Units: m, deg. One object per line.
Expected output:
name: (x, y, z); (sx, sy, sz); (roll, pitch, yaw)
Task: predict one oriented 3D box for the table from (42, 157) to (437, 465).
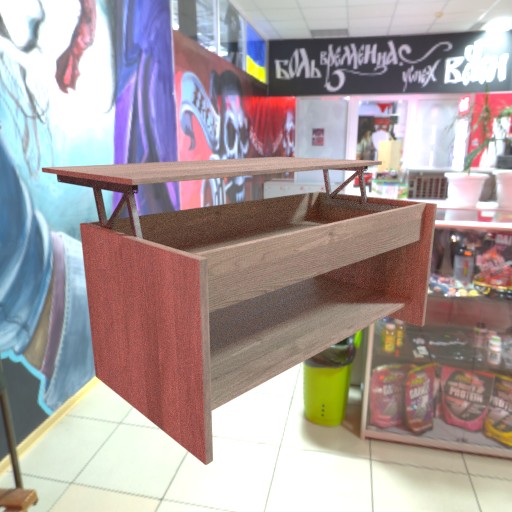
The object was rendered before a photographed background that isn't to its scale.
table: (0.000, 0.000, 1.421); (1.000, 0.570, 0.712); (-14, 21, -43)
